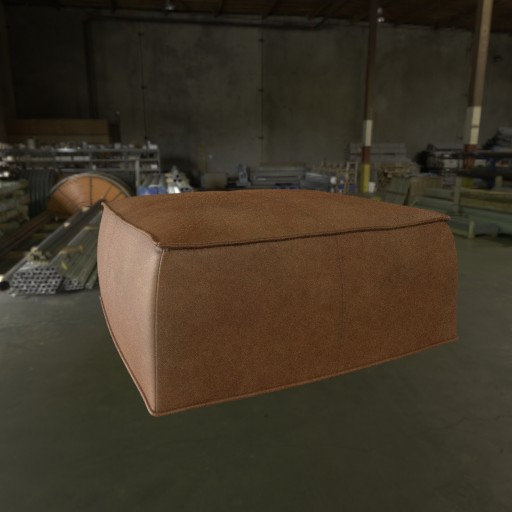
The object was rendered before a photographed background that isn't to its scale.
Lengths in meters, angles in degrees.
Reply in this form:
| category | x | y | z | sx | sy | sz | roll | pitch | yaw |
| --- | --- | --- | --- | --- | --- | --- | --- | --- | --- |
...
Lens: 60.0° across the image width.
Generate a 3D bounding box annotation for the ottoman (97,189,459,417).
| category | x | y | z | sx | sy | sz | roll | pitch | yaw |
| --- | --- | --- | --- | --- | --- | --- | --- | --- | --- |
| ottoman | 0.000 | 0.000 | 1.388 | 0.902 | 0.395 | 0.901 | -6 | 15 | -25 |
